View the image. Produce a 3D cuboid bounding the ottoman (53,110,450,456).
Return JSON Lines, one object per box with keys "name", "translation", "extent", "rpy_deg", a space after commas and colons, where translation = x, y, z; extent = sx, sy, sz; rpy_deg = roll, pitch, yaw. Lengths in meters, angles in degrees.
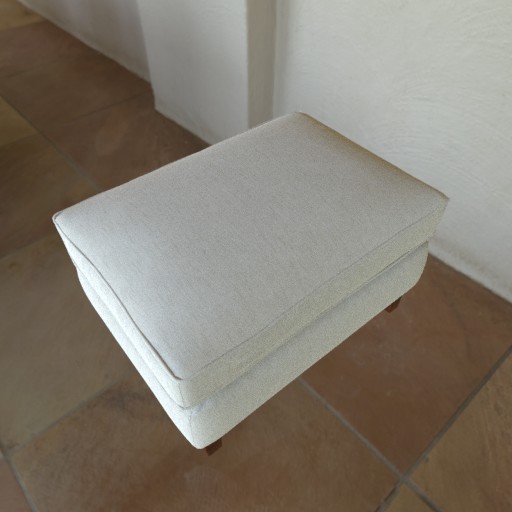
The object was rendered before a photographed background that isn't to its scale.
{"name": "ottoman", "translation": [0.000, 0.000, 0.975], "extent": [0.665, 0.406, 0.501], "rpy_deg": [-30, 54, -25]}
